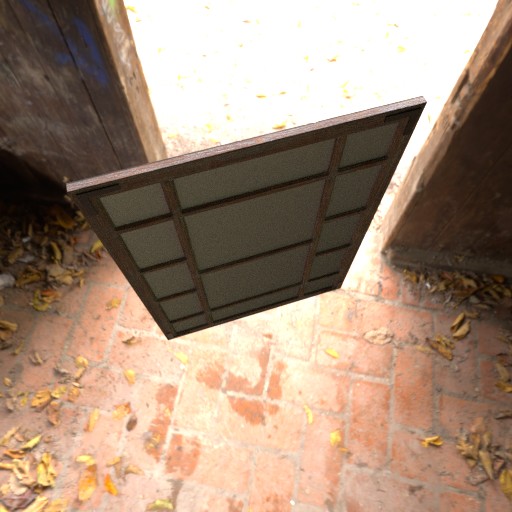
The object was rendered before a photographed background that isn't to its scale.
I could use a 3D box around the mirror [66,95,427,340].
[{"bbox_3d":[0.000,0.000,1.280,0.705,0.996,0.025,-16,65,-8],"label":"mirror"}]
